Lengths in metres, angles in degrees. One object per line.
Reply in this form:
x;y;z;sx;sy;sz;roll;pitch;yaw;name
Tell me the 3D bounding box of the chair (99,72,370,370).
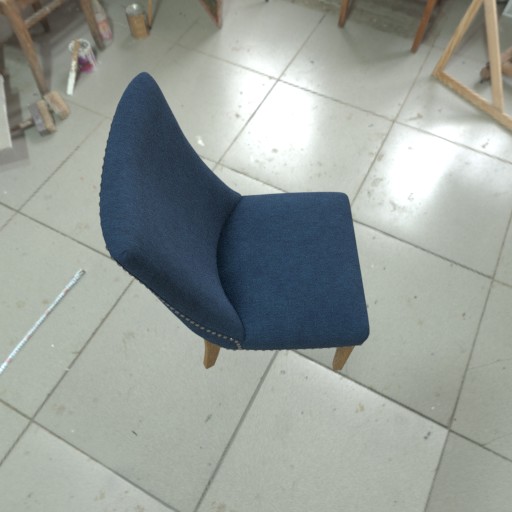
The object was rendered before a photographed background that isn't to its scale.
0.000;0.000;1.264;0.610;0.902;0.495;-2;62;-1;chair
